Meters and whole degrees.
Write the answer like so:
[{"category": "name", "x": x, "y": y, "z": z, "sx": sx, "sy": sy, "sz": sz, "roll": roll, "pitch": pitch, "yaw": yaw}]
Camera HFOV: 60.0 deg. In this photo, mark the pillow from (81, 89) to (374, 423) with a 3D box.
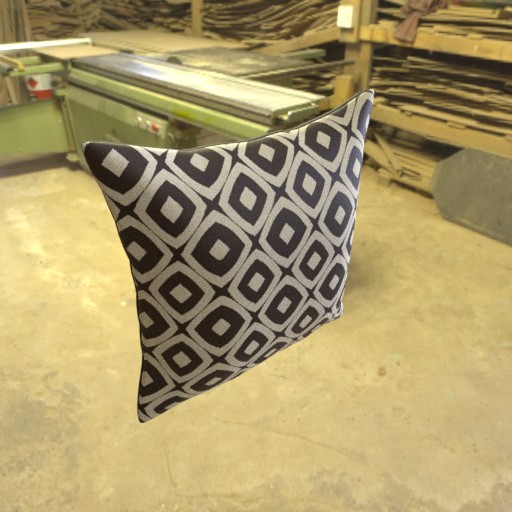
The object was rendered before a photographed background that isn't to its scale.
[{"category": "pillow", "x": 0.000, "y": 0.000, "z": 0.767, "sx": 0.504, "sy": 0.494, "sz": 0.188, "roll": -21, "pitch": 37, "yaw": -31}]
